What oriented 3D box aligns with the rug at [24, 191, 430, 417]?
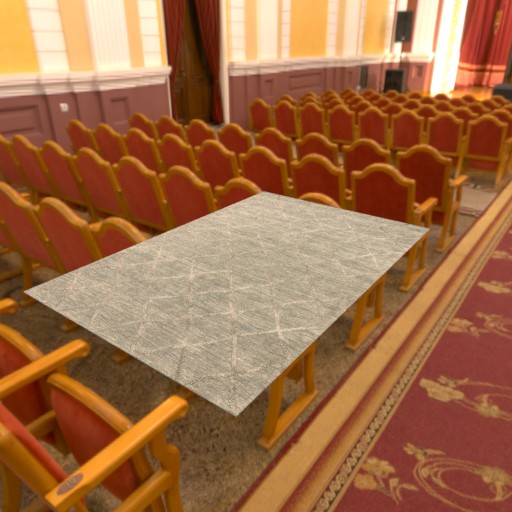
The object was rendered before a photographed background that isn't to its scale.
[{"bbox_3d":[0.000,0.000,2.878,1.521,0.006,2.283,18,31,33],"label":"rug"}]
